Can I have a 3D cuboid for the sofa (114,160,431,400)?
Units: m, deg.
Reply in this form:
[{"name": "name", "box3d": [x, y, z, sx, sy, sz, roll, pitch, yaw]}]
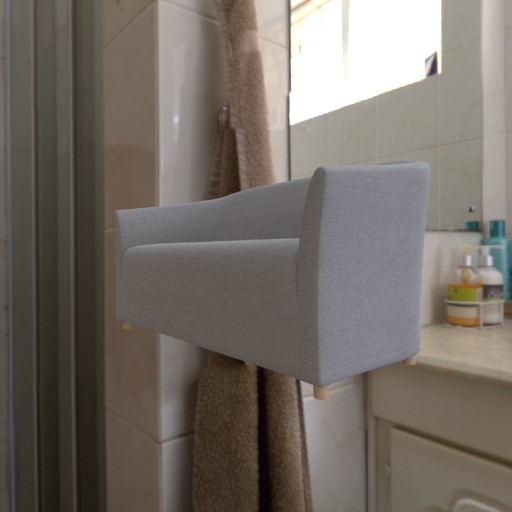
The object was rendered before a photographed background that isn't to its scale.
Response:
[{"name": "sofa", "box3d": [0.000, 0.000, 1.845, 0.705, 0.721, 1.452, 0, 0, -37]}]
